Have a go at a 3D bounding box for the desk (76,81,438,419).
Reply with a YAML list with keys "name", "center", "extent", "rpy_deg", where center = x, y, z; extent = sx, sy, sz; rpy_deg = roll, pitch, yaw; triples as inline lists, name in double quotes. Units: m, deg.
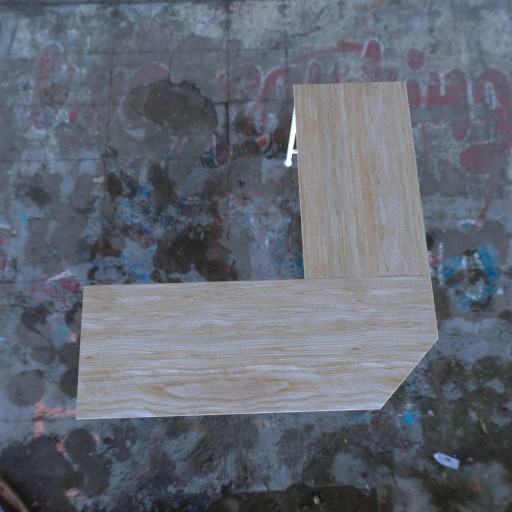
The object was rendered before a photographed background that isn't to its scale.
- name: "desk"
  center: [0.000, 0.000, 2.168]
  extent: [1.379, 0.739, 1.379]
  rpy_deg: [-2, 76, 0]
